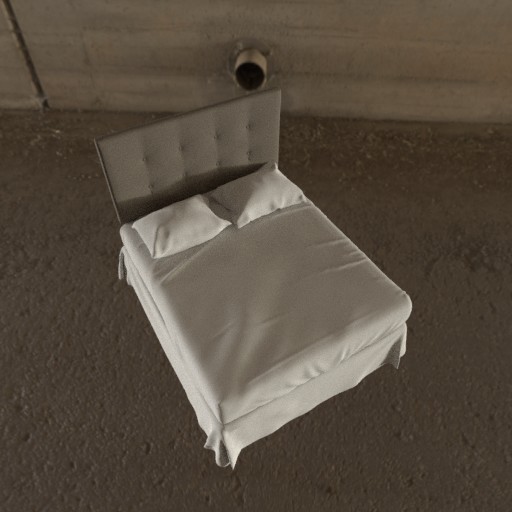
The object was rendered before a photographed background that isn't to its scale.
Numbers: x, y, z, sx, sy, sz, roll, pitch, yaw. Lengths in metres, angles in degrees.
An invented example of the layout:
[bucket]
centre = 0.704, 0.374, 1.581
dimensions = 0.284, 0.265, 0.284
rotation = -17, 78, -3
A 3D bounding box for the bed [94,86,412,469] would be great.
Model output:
[bed]
centre = 0.000, 0.000, 3.559
dimensions = 1.936, 1.577, 2.222
rotation = -23, 52, -20
